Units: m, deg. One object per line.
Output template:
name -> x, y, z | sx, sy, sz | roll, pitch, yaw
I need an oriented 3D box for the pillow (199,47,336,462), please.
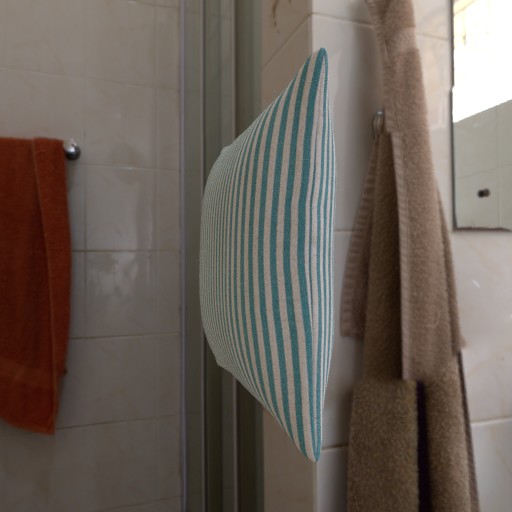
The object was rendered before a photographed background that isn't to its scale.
pillow -> 0.000, 0.000, 0.790 | 0.166, 0.510, 0.523 | 0, -1, -18
